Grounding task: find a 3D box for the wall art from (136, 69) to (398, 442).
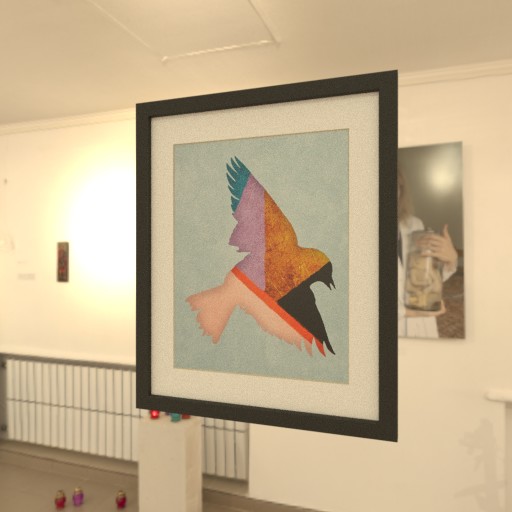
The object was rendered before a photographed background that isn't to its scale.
[{"bbox_3d":[0.000,0.000,0.748,0.457,0.558,0.028,0,0,19],"label":"wall art"}]
